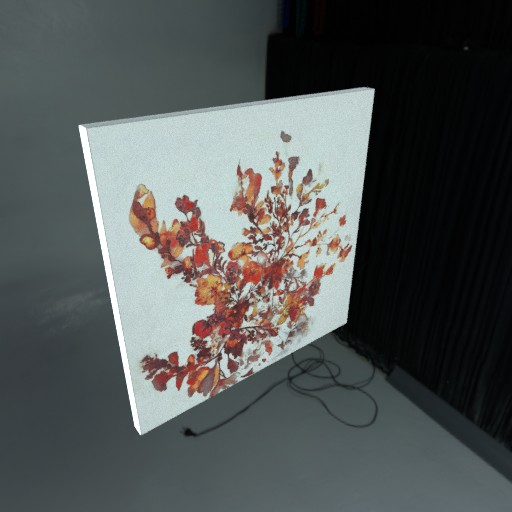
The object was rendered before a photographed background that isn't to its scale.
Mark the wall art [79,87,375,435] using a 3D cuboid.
[{"bbox_3d":[0.000,0.000,1.527,1.009,1.009,0.049,-20,34,-33],"label":"wall art"}]
